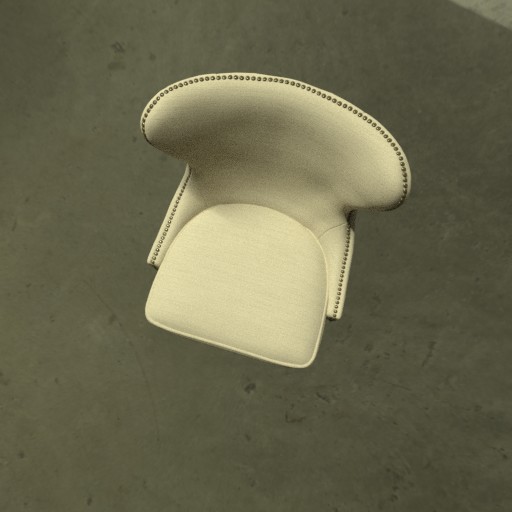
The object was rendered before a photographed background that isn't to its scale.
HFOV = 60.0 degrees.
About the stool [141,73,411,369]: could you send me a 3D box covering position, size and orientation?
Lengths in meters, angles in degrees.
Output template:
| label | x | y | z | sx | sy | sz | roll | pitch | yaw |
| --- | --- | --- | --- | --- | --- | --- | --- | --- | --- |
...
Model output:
| label | x | y | z | sx | sy | sz | roll | pitch | yaw |
| --- | --- | --- | --- | --- | --- | --- | --- | --- | --- |
| stool | 0.000 | 0.000 | 1.360 | 0.615 | 0.972 | 0.597 | 16 | 77 | 4 |
